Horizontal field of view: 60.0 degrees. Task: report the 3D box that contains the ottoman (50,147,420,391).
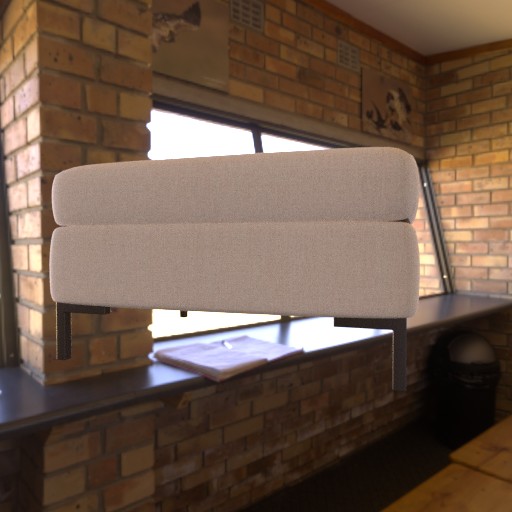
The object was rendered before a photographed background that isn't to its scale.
[{"bbox_3d":[0.000,0.000,1.173,0.794,0.453,0.657,0,1,17],"label":"ottoman"}]
